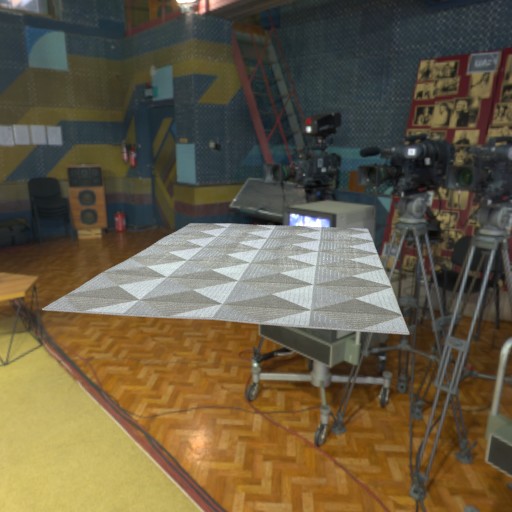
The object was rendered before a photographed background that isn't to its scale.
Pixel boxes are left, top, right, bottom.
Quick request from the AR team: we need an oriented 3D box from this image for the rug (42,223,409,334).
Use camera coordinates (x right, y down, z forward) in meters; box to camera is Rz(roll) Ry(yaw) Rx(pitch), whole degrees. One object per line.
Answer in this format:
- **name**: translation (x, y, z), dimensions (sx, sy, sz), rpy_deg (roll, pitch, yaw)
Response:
- **rug**: translation (0.000, 0.000, 4.439), dimensions (2.428, 0.027, 3.333), rpy_deg (2, 15, 9)
